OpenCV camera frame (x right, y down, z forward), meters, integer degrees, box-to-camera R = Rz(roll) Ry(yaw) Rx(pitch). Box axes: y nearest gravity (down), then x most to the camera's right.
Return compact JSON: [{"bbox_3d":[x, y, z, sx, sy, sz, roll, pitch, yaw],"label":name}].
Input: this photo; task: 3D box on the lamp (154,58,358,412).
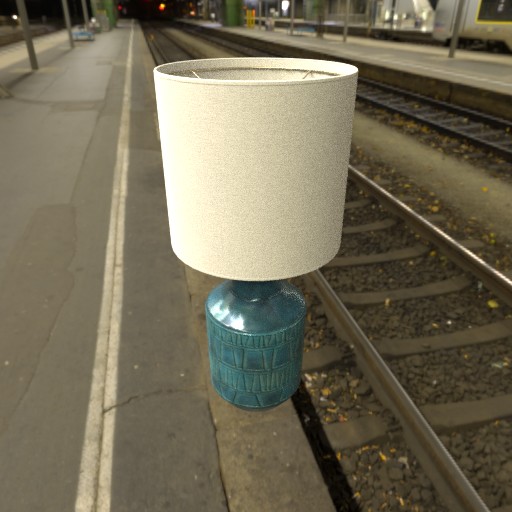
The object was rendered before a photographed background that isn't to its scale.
[{"bbox_3d":[0.000,0.000,0.577,0.211,0.455,0.211,-19,34,-30],"label":"lamp"}]
